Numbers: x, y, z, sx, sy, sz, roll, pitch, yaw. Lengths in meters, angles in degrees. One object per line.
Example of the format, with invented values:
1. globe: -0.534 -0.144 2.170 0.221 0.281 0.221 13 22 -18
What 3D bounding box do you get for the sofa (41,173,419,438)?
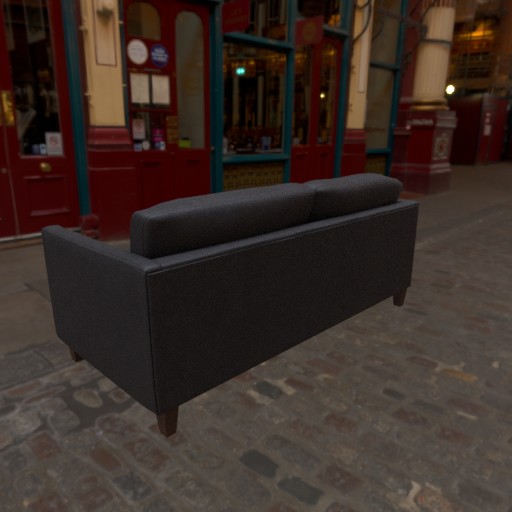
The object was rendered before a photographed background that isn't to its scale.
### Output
1. sofa: 0.000 0.000 2.458 0.933 0.863 1.971 15 22 43
